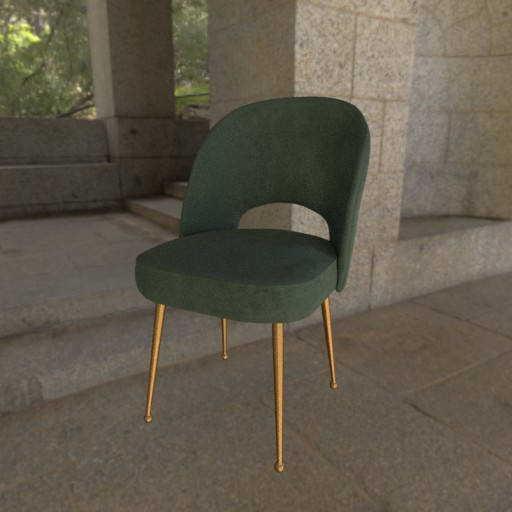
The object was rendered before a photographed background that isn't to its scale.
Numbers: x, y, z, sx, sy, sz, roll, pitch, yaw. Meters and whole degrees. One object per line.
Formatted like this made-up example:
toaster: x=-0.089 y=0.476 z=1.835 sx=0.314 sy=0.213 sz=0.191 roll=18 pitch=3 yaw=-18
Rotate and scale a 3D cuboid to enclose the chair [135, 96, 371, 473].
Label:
chair: x=0.000 y=0.000 z=1.209 sx=0.527 sy=0.860 sz=0.577 roll=8 pitch=17 yaw=27
